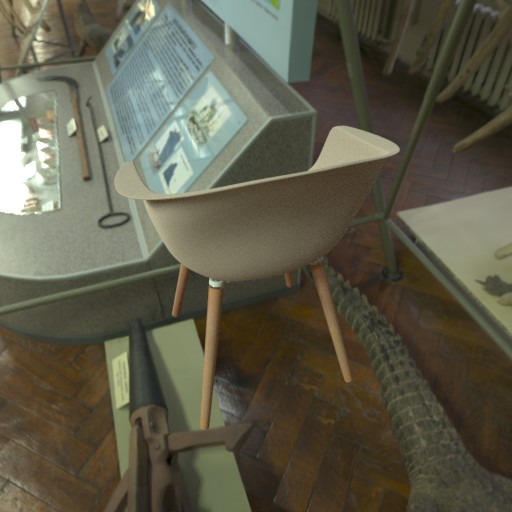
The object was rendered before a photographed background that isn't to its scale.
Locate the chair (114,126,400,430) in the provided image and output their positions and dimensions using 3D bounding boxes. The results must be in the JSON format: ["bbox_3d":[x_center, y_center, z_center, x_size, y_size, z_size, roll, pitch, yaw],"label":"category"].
[{"bbox_3d":[0.000,0.000,1.136,0.593,0.781,0.504,-13,44,-15],"label":"chair"}]
